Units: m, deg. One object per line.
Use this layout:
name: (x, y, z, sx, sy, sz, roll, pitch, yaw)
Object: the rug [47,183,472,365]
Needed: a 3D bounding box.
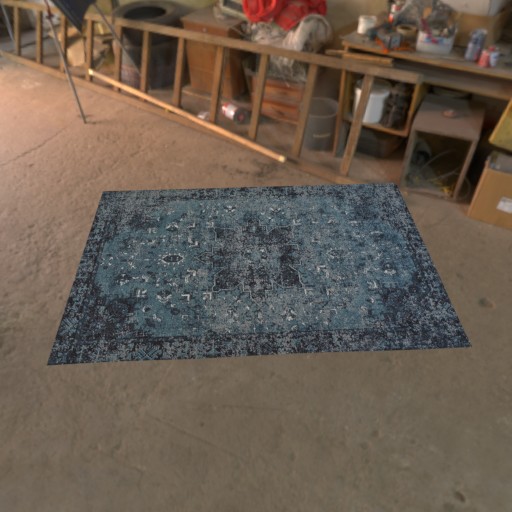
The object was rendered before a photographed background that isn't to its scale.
rug: (0.000, 0.000, 2.331, 1.828, 0.005, 1.219, -2, 45, -2)
